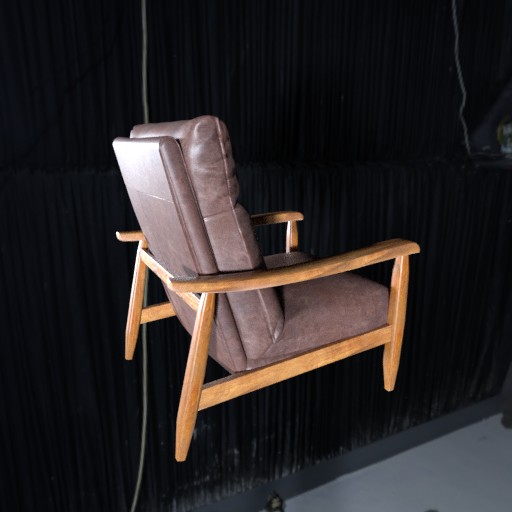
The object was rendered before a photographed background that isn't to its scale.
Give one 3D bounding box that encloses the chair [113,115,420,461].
[{"bbox_3d":[0.000,0.000,1.545,0.830,0.897,0.782,-8,17,-27],"label":"chair"}]
